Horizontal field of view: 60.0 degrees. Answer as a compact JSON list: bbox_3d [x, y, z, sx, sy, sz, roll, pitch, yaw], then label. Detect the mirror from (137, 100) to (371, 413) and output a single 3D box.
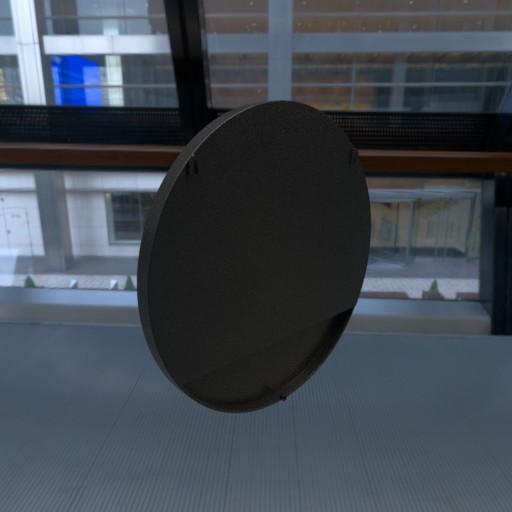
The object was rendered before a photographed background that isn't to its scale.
[{"bbox_3d":[0.000,0.000,0.698,0.457,0.457,0.133,-14,21,-42],"label":"mirror"}]
